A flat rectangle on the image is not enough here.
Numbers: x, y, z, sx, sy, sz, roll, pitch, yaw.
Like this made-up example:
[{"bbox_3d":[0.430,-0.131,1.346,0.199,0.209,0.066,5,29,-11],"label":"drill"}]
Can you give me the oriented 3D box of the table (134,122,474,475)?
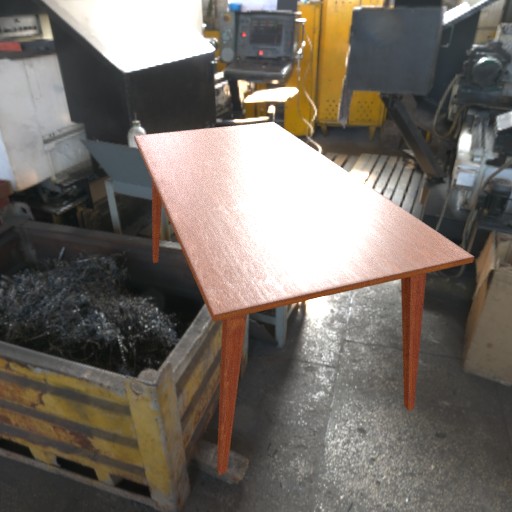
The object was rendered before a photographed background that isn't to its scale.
[{"bbox_3d":[0.000,0.000,2.048,0.811,0.755,1.609,-11,33,-17],"label":"table"}]
